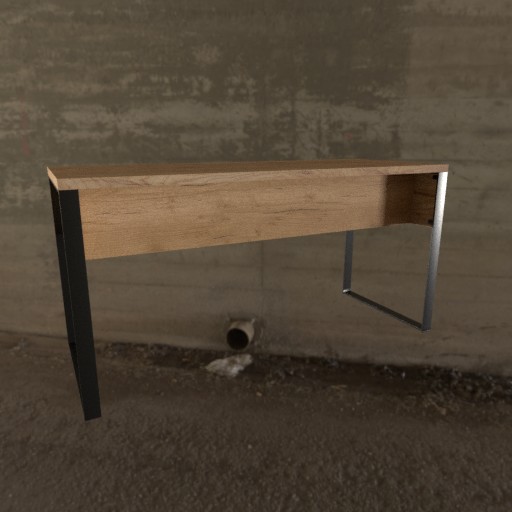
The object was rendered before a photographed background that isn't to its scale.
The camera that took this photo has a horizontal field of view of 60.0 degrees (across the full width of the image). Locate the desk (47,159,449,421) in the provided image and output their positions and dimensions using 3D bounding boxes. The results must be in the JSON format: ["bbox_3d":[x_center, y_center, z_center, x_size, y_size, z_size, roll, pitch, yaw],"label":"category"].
[{"bbox_3d":[0.000,0.000,1.897,1.520,0.760,0.600,-7,17,-26],"label":"desk"}]
